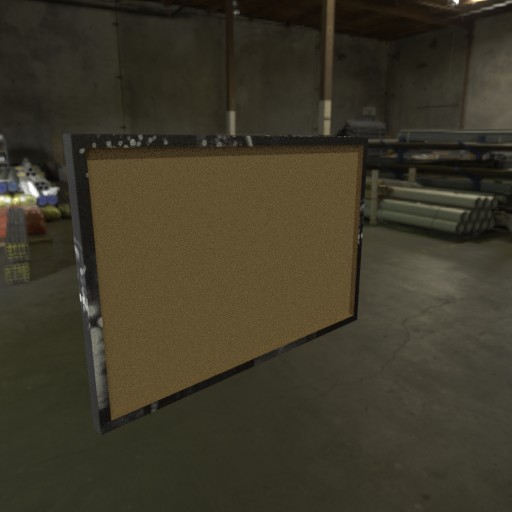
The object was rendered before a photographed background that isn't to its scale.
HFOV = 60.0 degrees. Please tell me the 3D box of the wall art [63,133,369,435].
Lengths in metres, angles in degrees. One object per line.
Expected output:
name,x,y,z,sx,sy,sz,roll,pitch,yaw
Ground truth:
wall art,0.000,0.000,1.162,0.914,0.609,0.038,-13,19,-41
